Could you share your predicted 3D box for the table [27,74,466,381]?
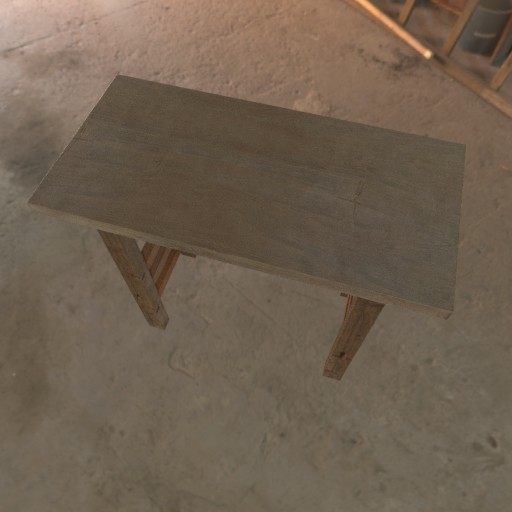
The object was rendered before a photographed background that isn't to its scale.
[{"bbox_3d":[0.000,0.000,1.634,1.119,0.914,0.556,14,60,8],"label":"table"}]
